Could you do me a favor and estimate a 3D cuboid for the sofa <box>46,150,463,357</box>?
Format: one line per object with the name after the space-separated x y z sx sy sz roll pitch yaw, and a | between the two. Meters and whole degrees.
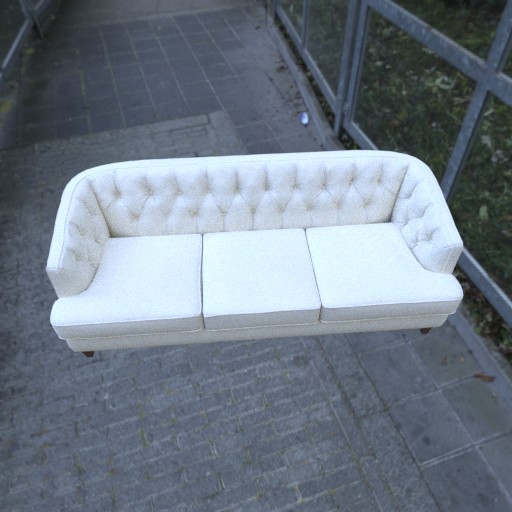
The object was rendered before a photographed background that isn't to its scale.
0.000 0.000 2.725 2.278 0.855 0.941 -3 47 -3 | sofa
